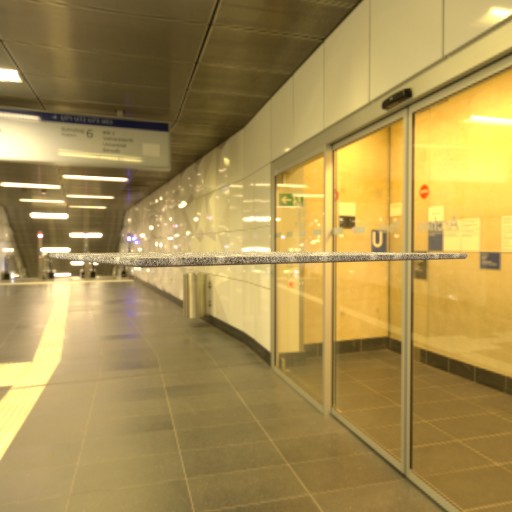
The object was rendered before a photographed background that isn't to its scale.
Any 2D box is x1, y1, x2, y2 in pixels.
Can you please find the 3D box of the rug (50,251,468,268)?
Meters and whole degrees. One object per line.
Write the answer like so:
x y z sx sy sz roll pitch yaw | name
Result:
0.000 0.000 2.107 1.600 0.025 1.200 -1 1 -35 | rug
